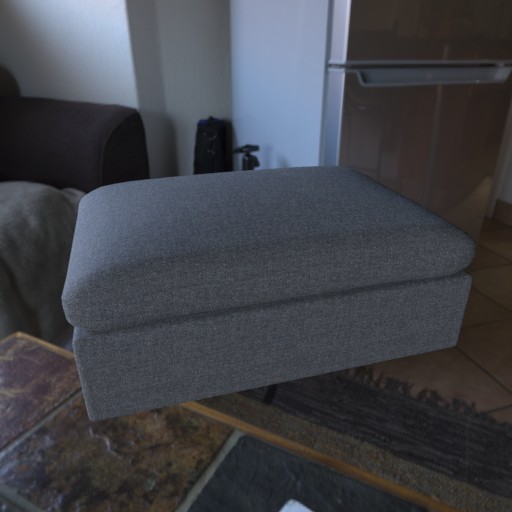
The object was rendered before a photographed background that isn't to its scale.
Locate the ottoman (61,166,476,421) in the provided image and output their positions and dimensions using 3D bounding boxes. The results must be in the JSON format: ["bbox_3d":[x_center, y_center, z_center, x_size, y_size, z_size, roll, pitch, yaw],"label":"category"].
[{"bbox_3d":[0.000,0.000,1.388,1.041,0.483,0.711,-7,27,-15],"label":"ottoman"}]
